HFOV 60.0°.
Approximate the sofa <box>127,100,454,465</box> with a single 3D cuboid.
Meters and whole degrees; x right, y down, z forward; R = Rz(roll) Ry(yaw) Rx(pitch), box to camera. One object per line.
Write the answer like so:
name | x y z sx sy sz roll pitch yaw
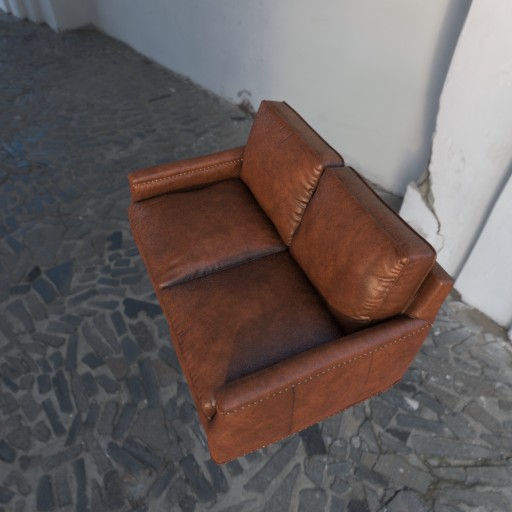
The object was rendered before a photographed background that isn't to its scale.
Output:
sofa | 0.000 0.000 2.321 1.083 1.003 1.628 -18 49 -16
